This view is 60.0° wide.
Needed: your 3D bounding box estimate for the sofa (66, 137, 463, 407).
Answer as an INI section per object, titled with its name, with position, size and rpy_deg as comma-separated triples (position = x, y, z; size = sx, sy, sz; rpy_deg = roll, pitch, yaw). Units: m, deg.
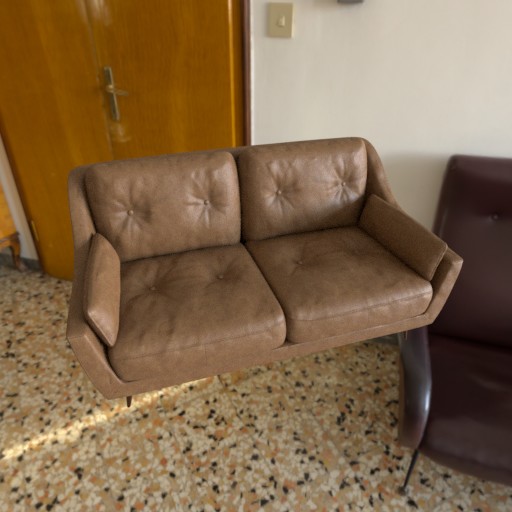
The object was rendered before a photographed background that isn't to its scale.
[sofa]
position = 0.000, 0.000, 2.231
size = 1.731, 0.886, 0.981
rpy_deg = -10, 33, -15
